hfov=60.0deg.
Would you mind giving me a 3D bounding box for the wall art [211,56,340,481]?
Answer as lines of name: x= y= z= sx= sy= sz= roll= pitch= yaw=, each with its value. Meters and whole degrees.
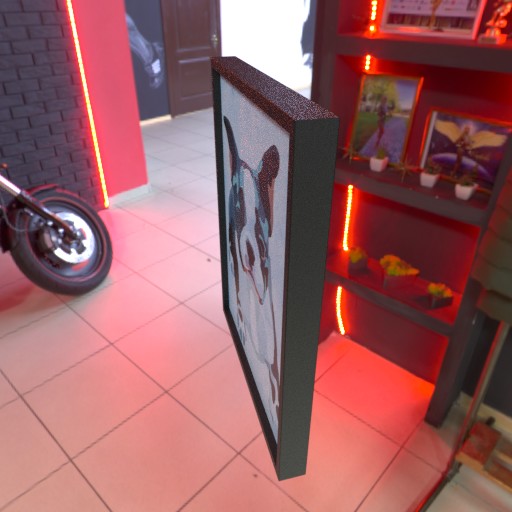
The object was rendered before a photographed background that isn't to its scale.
wall art: x=0.000 y=0.000 z=0.488 sx=0.030 sy=0.369 sz=0.294 roll=-8 pitch=32 yaw=-13
